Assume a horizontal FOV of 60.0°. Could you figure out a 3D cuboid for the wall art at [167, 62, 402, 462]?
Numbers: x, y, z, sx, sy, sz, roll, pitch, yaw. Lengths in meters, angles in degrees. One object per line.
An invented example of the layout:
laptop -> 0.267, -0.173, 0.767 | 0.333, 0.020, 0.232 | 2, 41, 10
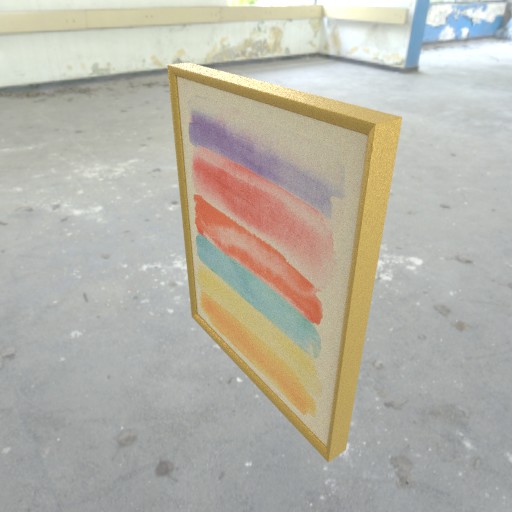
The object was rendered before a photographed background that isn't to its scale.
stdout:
wall art -> 0.000, 0.000, 0.874 | 0.048, 0.642, 0.537 | -21, 37, -30
